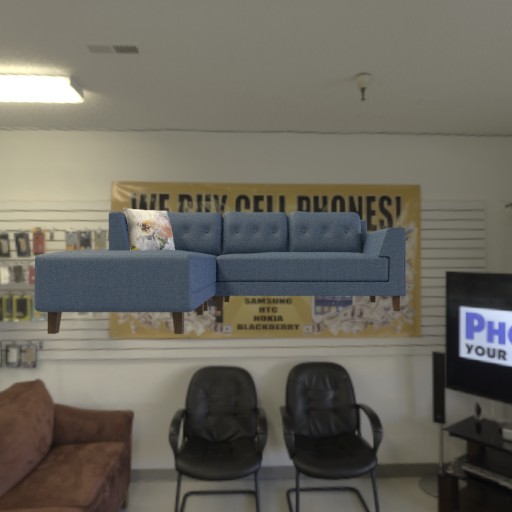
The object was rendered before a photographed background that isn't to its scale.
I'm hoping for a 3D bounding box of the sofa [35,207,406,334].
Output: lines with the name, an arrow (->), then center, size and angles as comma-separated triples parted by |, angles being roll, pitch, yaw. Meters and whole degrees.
sofa -> 0.000, 0.000, 3.014 | 2.120, 0.787, 1.829 | 0, -1, 1
